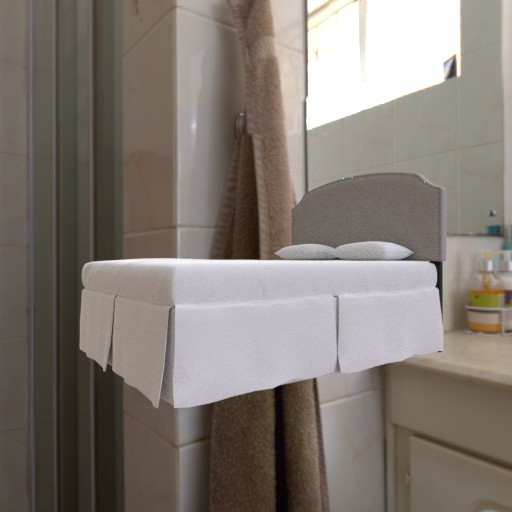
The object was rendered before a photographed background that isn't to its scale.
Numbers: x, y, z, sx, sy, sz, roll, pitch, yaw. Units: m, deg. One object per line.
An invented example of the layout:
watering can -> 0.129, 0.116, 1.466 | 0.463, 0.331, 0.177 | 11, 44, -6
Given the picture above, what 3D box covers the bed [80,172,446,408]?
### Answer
bed -> 0.000, 0.000, 2.958 | 1.999, 1.270, 1.558 | 0, 0, -35
